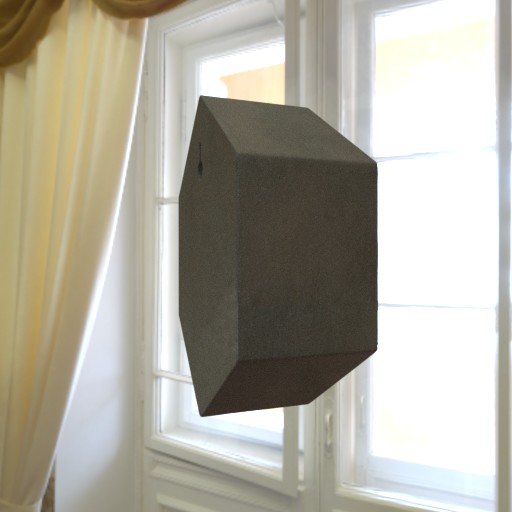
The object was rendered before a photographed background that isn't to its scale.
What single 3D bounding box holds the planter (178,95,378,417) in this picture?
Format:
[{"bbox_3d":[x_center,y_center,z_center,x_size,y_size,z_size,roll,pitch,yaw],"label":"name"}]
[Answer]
[{"bbox_3d":[0.000,0.000,0.297,0.077,0.206,0.169,0,0,-19],"label":"planter"}]
